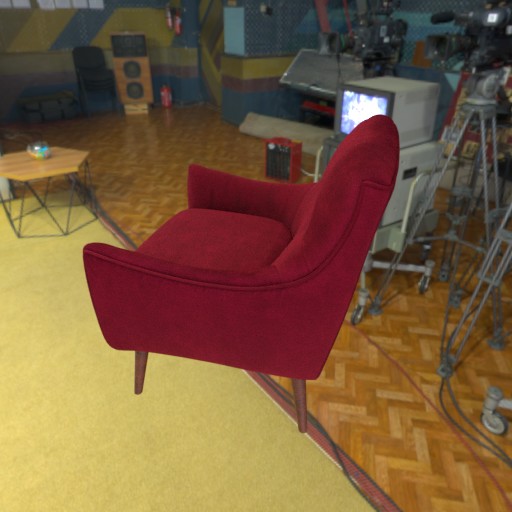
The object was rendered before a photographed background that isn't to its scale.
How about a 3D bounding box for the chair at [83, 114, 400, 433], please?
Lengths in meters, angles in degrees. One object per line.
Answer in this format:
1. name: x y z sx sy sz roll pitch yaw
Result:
1. chair: 0.000 0.000 1.449 0.787 0.838 0.762 8 31 14
